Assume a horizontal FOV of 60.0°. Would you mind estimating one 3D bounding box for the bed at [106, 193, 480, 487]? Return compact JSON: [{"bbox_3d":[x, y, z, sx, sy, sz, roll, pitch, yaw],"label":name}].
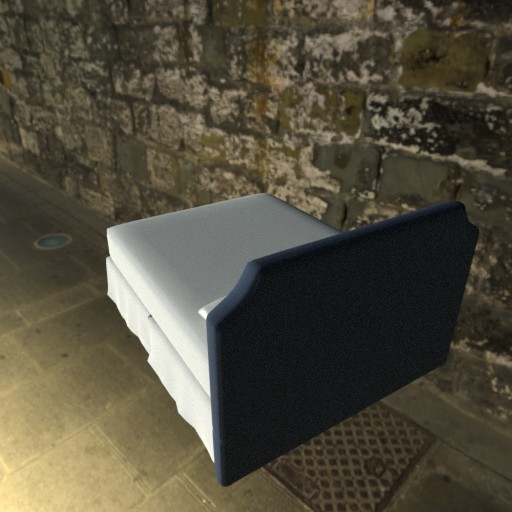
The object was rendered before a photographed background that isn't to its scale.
[{"bbox_3d":[0.000,0.000,3.288,1.831,1.297,2.260,-17,33,-28],"label":"bed"}]
